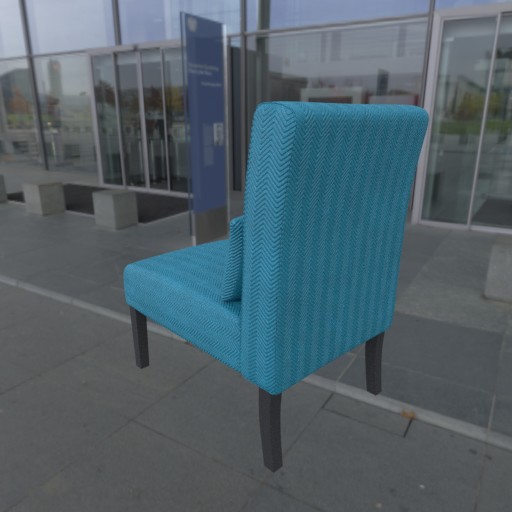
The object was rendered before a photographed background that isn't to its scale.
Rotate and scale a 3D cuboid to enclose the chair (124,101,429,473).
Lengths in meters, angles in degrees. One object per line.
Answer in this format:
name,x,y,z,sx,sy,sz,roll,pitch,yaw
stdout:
chair,0.000,0.000,1.440,0.579,0.927,0.808,-16,24,-41
